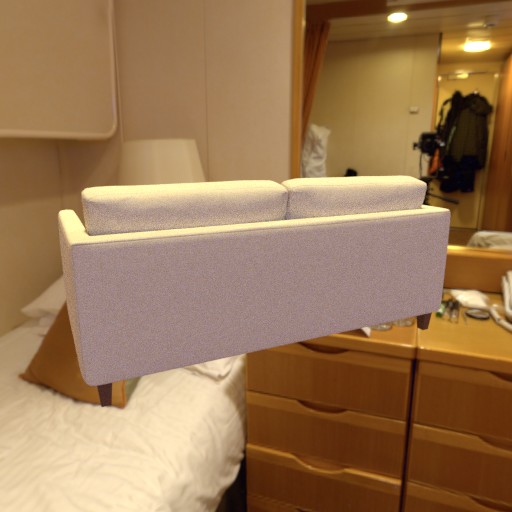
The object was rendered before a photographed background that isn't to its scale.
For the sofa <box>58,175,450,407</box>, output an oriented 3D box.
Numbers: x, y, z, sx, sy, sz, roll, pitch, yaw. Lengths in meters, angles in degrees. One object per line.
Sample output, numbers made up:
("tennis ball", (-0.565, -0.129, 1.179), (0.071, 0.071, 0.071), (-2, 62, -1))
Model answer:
("sofa", (0.000, 0.000, 2.498), (1.981, 0.889, 0.965), (-7, 15, -25))
